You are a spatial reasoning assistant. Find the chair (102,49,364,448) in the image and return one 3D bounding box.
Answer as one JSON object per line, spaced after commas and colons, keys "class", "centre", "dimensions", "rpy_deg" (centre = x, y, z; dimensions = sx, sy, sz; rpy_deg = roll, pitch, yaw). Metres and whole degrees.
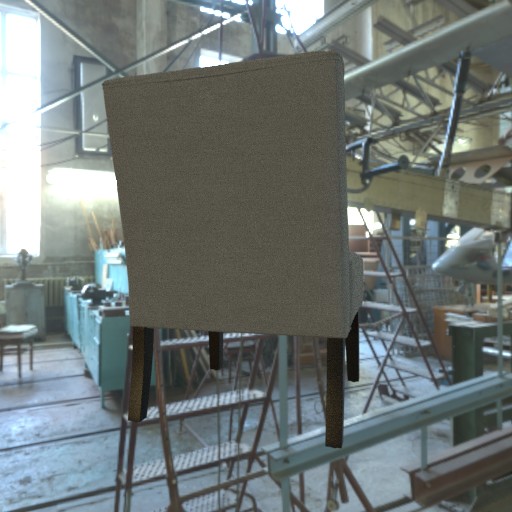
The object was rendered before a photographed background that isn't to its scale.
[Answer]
{"class": "chair", "centre": [0.000, 0.000, 1.272], "dimensions": [0.569, 0.853, 0.676], "rpy_deg": [0, 0, 17]}
